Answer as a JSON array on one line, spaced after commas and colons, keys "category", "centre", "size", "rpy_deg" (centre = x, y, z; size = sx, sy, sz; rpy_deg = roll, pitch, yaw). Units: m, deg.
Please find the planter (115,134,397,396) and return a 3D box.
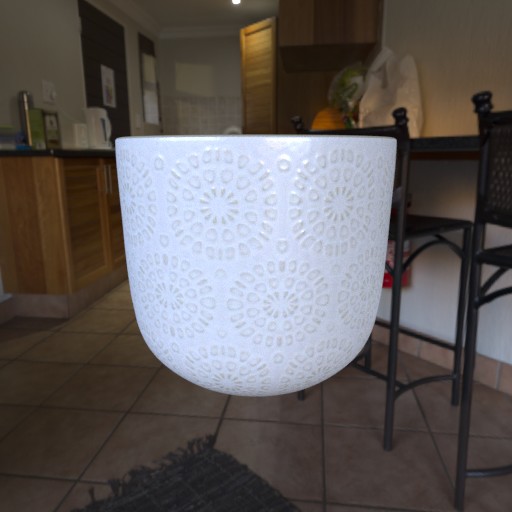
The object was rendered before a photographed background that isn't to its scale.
[{"category": "planter", "centre": [0.000, 0.000, 0.297], "size": [0.170, 0.152, 0.170], "rpy_deg": [0, 14, 0]}]
